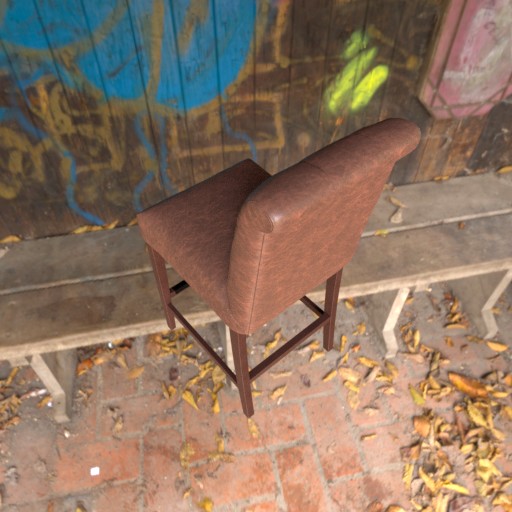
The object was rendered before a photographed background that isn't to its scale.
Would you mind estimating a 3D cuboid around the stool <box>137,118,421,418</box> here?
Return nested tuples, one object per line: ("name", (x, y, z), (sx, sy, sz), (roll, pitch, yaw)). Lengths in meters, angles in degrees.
("stool", (0.000, 0.000, 1.450), (0.486, 1.084, 0.660), (-32, 55, -26))
